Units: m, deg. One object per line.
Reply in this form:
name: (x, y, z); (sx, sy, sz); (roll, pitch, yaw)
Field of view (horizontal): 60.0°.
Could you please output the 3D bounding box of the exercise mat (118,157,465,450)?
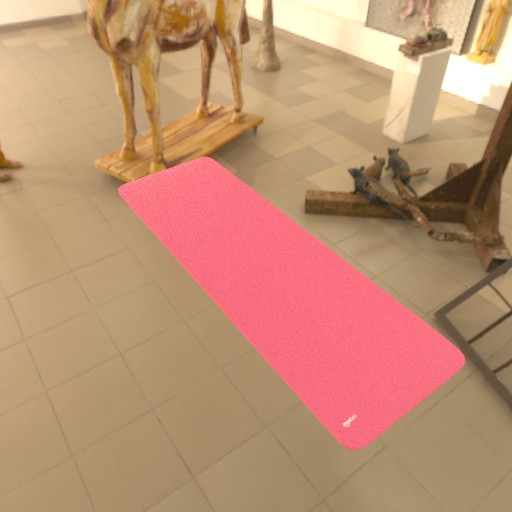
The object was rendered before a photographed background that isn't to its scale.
exercise mat: (0.000, 0.000, 2.085); (0.616, 0.021, 1.884); (-26, 48, -26)
